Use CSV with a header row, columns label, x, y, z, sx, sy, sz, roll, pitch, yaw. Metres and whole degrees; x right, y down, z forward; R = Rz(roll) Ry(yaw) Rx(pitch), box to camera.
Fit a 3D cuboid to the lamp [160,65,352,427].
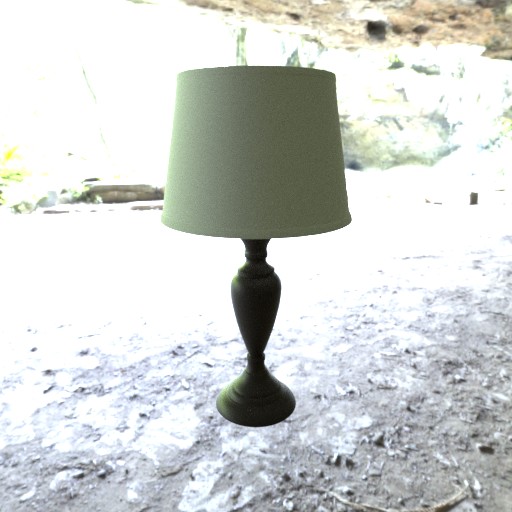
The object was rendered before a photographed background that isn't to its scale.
label,x,y,z,sx,sy,sz,roll,pitch,yaw
lamp,0.000,0.000,0.807,0.335,0.611,0.335,0,16,0
